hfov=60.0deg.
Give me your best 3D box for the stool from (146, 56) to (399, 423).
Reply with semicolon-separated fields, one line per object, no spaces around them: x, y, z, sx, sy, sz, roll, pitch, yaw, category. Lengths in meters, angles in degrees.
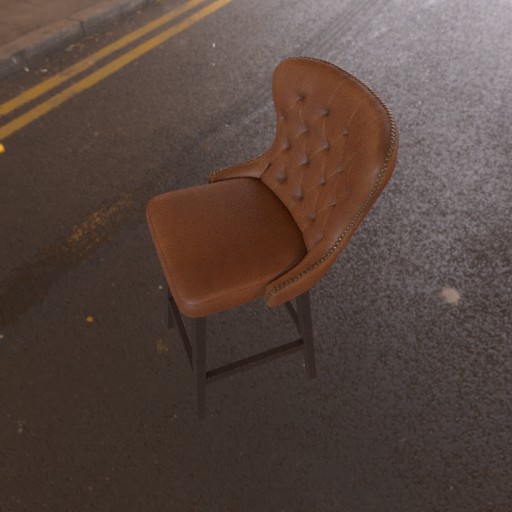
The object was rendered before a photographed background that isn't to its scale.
0.000;0.000;1.329;0.593;0.971;0.528;-16;49;-15;stool
